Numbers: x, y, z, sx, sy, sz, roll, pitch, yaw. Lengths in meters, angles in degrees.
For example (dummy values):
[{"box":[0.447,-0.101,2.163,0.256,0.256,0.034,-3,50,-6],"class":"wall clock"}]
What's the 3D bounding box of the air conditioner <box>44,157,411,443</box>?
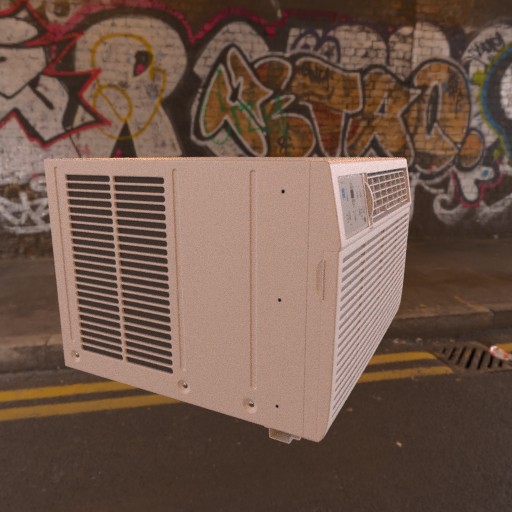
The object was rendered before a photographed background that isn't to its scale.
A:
[{"box":[0.000,0.000,1.052,0.599,0.455,0.645,7,14,26],"class":"air conditioner"}]
